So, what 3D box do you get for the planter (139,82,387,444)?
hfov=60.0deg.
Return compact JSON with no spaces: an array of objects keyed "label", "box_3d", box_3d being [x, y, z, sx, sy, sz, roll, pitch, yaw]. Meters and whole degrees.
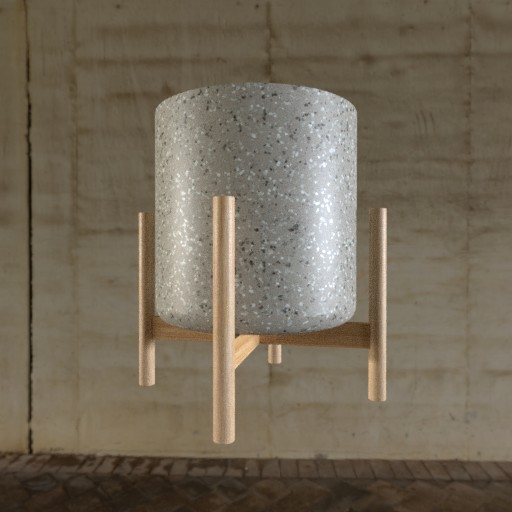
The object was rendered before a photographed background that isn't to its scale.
[{"label":"planter","box_3d":[0.000,0.000,0.684,0.360,0.419,0.360,0,1,34]}]
